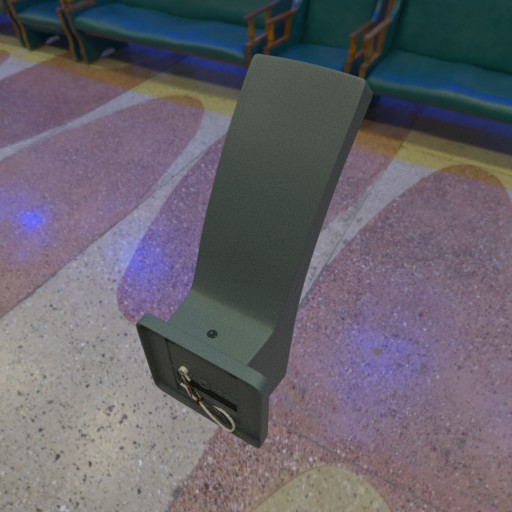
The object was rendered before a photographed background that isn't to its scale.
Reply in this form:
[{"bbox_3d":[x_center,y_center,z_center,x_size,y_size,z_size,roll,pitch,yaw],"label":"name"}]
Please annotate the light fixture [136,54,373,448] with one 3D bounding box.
[{"bbox_3d":[0.000,0.000,0.335,0.108,0.243,0.174,23,50,21],"label":"light fixture"}]
